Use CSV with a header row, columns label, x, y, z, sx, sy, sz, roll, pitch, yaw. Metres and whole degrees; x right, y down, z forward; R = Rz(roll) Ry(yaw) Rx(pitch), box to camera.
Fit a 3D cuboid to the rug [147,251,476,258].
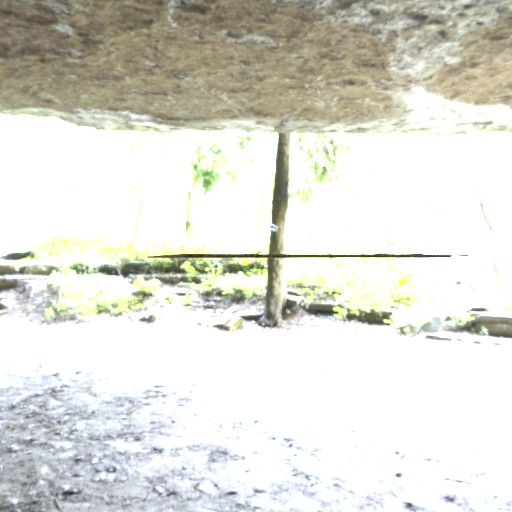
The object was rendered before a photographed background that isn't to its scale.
label,x,y,z,sx,sy,sz,roll,pitch,yaw
rug,0.000,0.000,2.038,0.905,0.017,1.718,0,0,-18
